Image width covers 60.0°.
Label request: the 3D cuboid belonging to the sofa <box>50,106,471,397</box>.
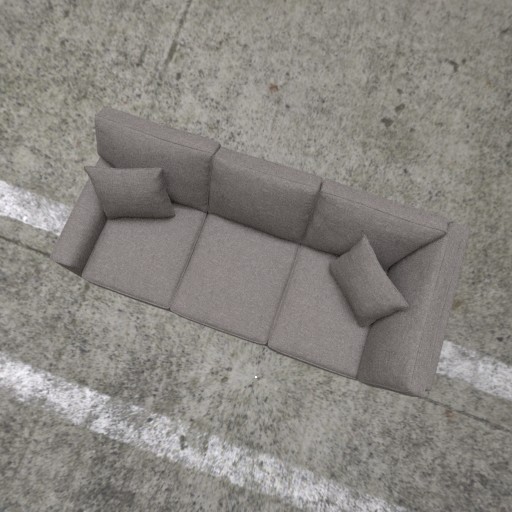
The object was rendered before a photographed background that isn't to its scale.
[{"bbox_3d":[0.000,0.000,2.828,2.317,0.962,1.061,19,76,5],"label":"sofa"}]
